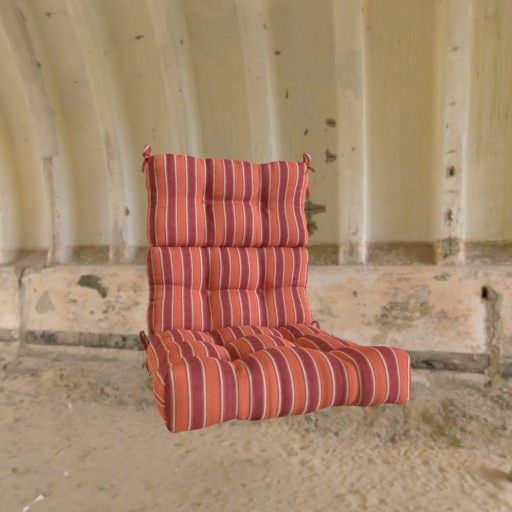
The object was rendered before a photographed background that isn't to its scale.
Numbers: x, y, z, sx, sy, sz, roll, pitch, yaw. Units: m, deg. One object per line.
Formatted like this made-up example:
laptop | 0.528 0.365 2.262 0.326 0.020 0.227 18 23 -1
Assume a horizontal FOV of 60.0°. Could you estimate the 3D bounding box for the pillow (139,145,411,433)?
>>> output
pillow | 0.000 0.000 1.041 0.519 0.605 0.571 0 0 -17
